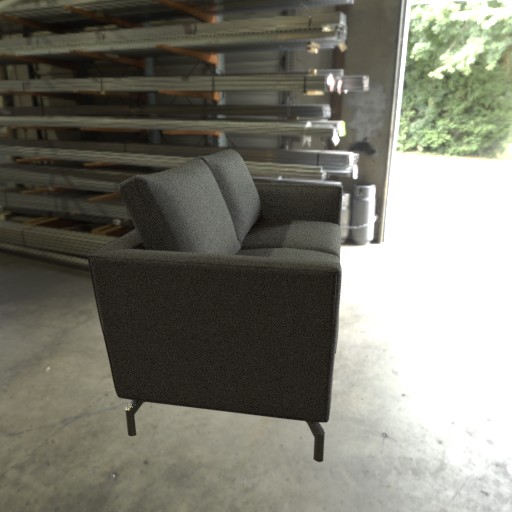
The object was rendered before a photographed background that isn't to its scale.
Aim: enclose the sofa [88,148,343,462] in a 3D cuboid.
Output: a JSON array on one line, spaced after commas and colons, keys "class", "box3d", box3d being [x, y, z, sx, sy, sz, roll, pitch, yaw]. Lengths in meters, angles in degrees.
[{"class": "sofa", "box3d": [0.000, 0.000, 2.130, 0.803, 0.924, 1.594, 3, 18, 10]}]
